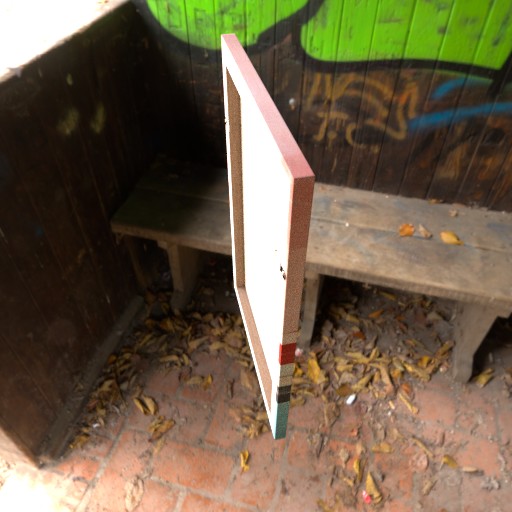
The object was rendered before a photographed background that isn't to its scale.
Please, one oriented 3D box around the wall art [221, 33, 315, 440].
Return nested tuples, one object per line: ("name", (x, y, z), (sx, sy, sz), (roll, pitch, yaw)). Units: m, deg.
("wall art", (0.000, 0.000, 1.178), (0.038, 0.914, 0.610), (-9, 46, -9))
